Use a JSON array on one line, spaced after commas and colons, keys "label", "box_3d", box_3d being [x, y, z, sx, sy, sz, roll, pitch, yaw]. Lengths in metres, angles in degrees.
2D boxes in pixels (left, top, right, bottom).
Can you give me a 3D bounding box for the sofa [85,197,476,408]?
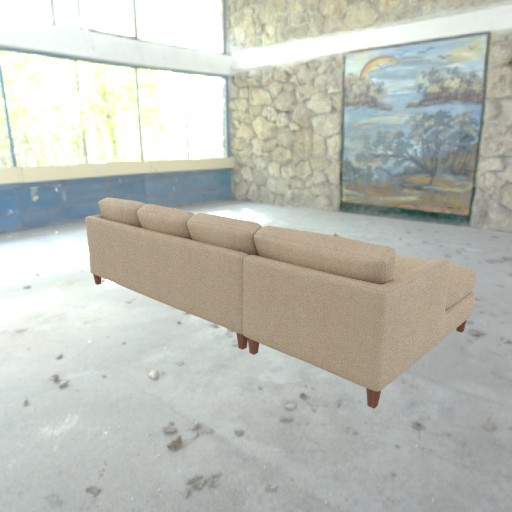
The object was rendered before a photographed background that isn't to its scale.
[{"label": "sofa", "box_3d": [0.000, 0.000, 3.802, 3.201, 0.876, 1.502, 14, 20, 41]}]
